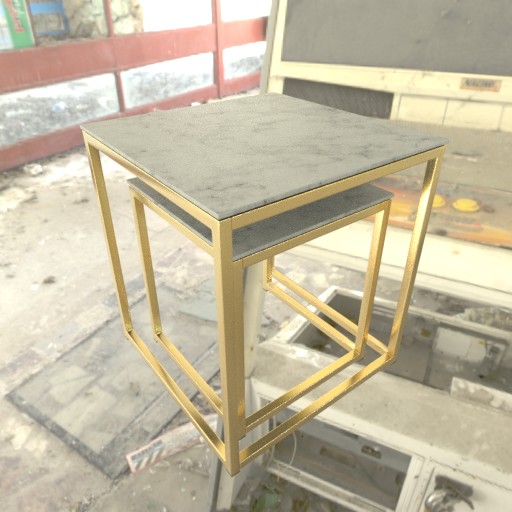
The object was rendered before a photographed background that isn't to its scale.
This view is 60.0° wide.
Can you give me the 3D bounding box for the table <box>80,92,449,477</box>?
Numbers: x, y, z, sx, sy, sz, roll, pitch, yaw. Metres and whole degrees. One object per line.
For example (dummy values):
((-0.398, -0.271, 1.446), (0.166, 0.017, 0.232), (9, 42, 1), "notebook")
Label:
((0.000, 0.000, 0.888), (0.450, 0.500, 0.450), (-22, 38, -31), "table")
